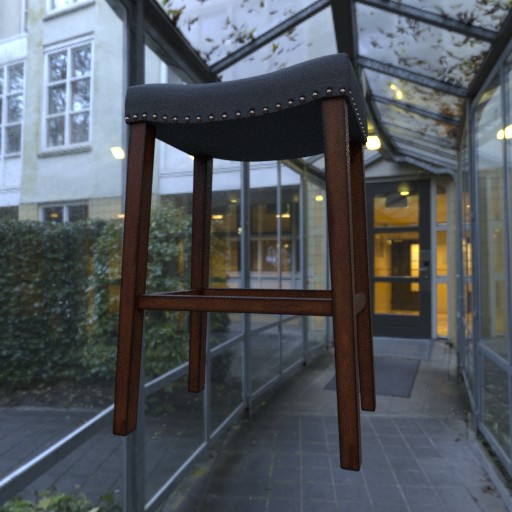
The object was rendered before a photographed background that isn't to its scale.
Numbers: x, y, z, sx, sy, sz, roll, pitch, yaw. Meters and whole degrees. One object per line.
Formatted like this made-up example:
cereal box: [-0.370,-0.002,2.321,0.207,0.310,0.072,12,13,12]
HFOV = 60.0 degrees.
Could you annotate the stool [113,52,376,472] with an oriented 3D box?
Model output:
stool: [0.000,0.000,1.016,0.502,0.748,0.366,0,-1,19]
